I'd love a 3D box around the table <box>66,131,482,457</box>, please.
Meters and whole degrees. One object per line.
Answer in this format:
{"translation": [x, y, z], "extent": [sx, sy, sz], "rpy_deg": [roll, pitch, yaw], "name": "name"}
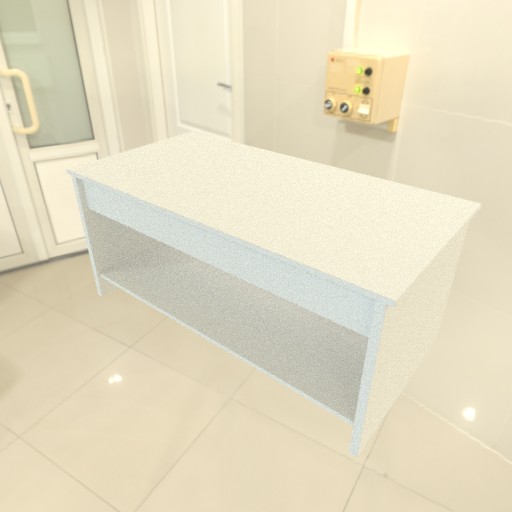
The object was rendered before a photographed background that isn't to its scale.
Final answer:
{"translation": [0.000, 0.000, 1.287], "extent": [1.000, 0.441, 0.500], "rpy_deg": [23, 38, 32], "name": "table"}
